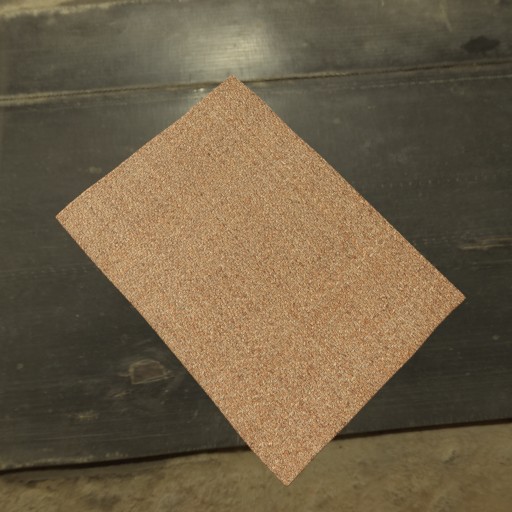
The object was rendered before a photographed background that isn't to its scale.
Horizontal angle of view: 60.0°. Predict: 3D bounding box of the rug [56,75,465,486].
[{"bbox_3d":[0.000,0.000,2.753,1.566,0.013,2.141,-42,79,-10],"label":"rug"}]
